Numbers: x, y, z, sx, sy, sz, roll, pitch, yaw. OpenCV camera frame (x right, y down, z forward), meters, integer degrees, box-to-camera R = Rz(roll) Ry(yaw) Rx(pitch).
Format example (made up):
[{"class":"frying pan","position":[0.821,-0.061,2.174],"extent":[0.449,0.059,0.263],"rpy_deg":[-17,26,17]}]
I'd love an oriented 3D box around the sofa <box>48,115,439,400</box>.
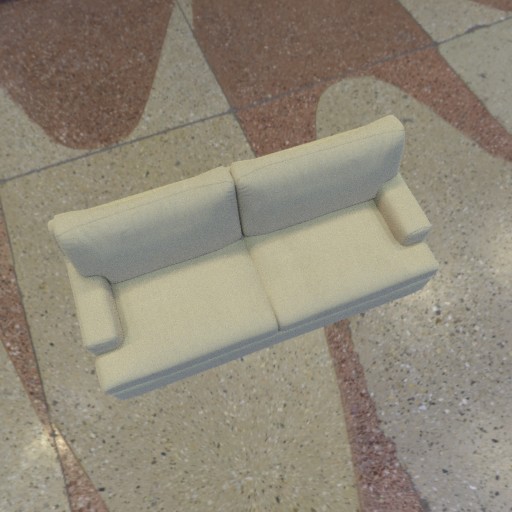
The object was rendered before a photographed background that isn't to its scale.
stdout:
[{"class":"sofa","position":[0.000,0.000,2.678],"extent":[2.147,0.925,0.929],"rpy_deg":[-19,65,-9]}]
